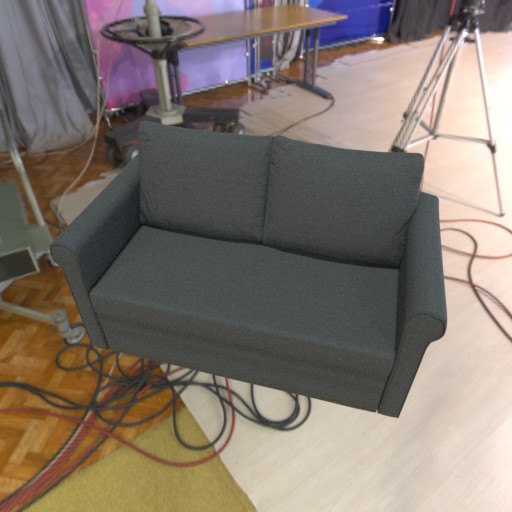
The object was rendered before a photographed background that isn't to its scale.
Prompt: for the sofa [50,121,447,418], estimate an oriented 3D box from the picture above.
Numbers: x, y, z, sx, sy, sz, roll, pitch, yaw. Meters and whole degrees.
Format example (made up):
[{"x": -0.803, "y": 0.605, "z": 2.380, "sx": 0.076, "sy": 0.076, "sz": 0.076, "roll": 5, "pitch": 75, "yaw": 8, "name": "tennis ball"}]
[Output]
[{"x": 0.000, "y": 0.000, "z": 1.921, "sx": 1.460, "sy": 0.872, "sz": 0.741, "roll": 10, "pitch": 42, "yaw": 11, "name": "sofa"}]
